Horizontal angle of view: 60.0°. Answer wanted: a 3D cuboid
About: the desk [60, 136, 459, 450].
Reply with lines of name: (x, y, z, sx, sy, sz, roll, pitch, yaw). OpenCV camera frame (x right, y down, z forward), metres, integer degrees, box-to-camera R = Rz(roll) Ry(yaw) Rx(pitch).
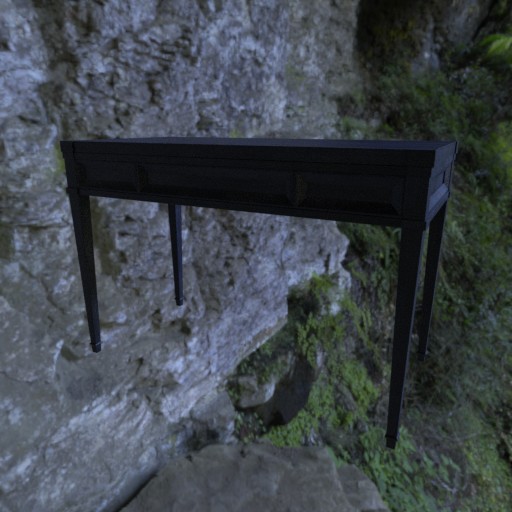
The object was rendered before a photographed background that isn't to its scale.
desk: (0.000, 0.000, 1.713, 1.289, 0.861, 0.630, 9, 19, 27)
